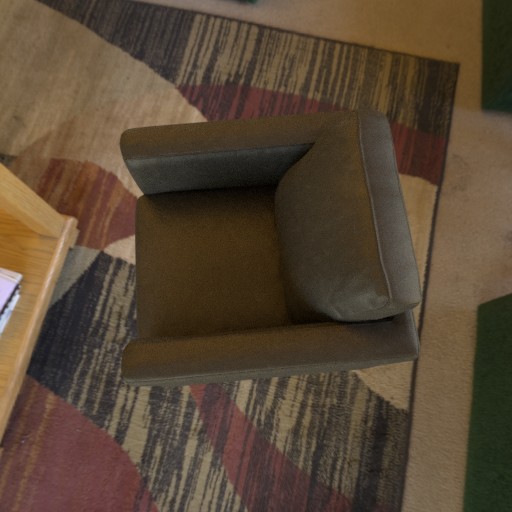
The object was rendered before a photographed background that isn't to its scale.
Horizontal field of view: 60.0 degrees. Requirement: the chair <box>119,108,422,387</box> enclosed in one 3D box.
[{"bbox_3d":[0.000,0.000,1.567,0.879,0.898,0.831,-5,74,-1],"label":"chair"}]
